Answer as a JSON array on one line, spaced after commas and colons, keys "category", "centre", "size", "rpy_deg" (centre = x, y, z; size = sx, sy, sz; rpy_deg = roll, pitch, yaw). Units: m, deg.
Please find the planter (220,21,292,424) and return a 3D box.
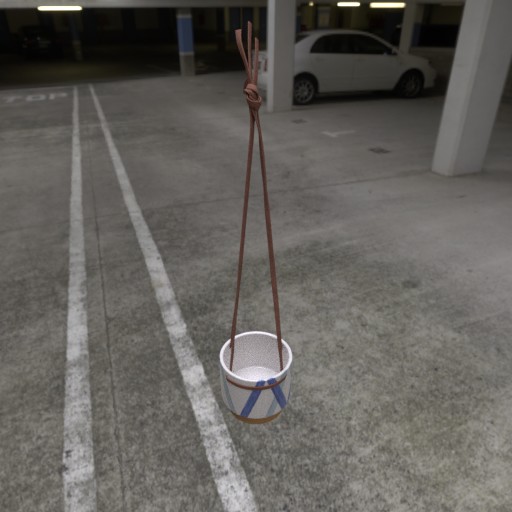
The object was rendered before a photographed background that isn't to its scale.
[{"category": "planter", "centre": [0.000, 0.000, 0.808], "size": [0.153, 0.753, 0.157], "rpy_deg": [-11, 32, -18]}]
